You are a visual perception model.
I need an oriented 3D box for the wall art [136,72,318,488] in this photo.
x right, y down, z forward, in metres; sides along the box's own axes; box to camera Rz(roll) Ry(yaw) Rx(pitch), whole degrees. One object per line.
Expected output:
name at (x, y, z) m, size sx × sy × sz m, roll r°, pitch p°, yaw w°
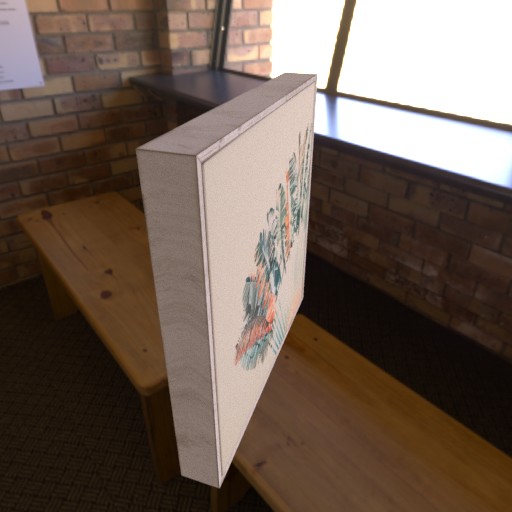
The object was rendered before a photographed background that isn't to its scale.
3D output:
wall art at (0.000, 0.000, 0.446) m, size 0.038 × 0.303 × 0.305 m, roll 10°, pitch 32°, yaw 17°
